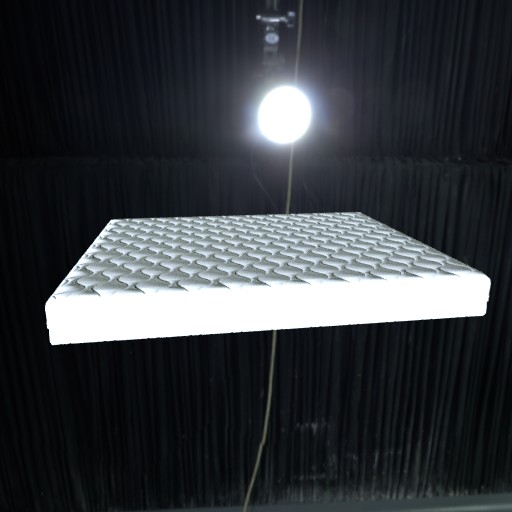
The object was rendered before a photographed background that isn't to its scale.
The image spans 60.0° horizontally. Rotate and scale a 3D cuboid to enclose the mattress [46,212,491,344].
[{"bbox_3d":[0.000,0.000,2.619,1.900,0.200,1.600,-2,16,-8],"label":"mattress"}]
